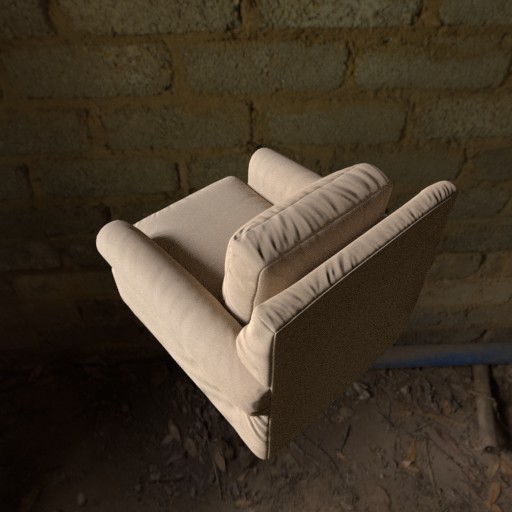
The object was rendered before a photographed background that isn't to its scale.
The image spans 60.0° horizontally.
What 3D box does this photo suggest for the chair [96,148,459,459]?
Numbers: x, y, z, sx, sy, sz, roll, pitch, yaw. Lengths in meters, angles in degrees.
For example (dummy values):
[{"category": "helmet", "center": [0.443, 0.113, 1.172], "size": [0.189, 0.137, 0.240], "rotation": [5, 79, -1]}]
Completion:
[{"category": "chair", "center": [0.000, 0.000, 1.739], "size": [0.940, 0.866, 1.066], "rotation": [-33, 54, -28]}]
